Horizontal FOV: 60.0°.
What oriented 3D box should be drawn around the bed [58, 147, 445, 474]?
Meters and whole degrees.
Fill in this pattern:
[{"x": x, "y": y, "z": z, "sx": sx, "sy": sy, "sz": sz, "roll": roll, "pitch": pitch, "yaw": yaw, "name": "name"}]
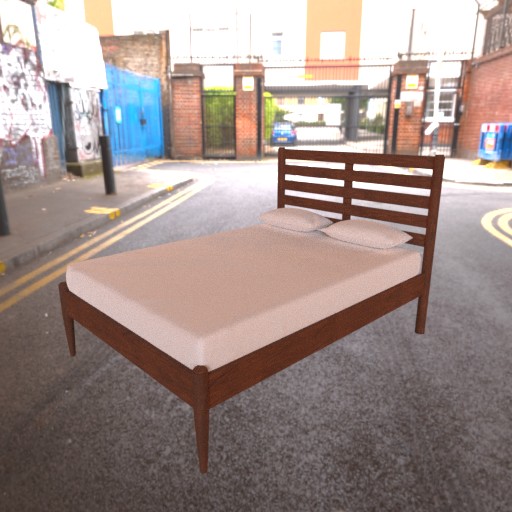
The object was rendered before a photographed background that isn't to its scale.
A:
[{"x": 0.000, "y": 0.000, "z": 2.973, "sx": 2.093, "sy": 1.304, "sz": 1.509, "roll": -15, "pitch": 22, "yaw": -42, "name": "bed"}]
